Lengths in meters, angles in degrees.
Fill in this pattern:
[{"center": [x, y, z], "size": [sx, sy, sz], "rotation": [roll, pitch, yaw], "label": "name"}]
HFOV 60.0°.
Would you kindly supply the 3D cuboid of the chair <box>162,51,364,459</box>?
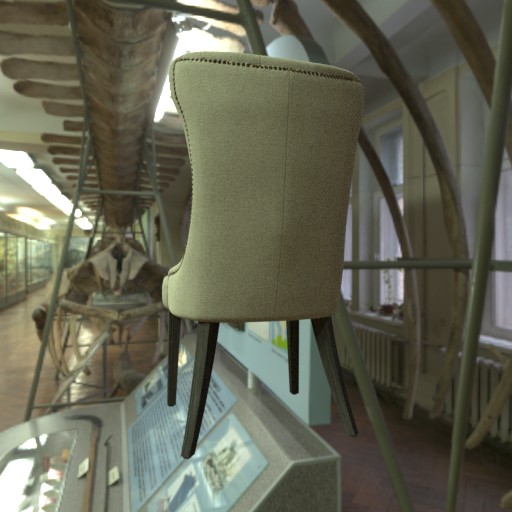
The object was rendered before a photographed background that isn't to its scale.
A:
[{"center": [0.000, 0.000, 1.417], "size": [0.584, 1.065, 0.590], "rotation": [0, 0, -17], "label": "chair"}]
